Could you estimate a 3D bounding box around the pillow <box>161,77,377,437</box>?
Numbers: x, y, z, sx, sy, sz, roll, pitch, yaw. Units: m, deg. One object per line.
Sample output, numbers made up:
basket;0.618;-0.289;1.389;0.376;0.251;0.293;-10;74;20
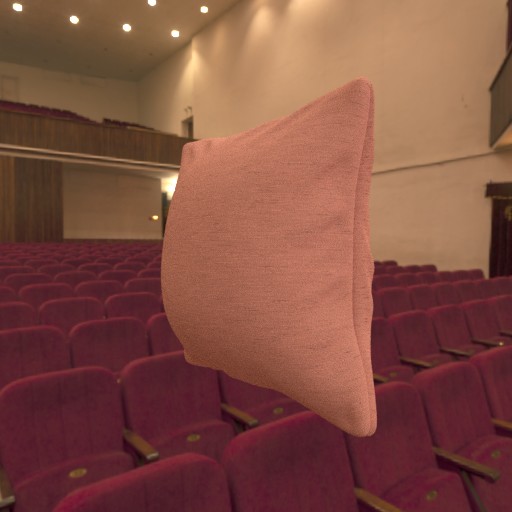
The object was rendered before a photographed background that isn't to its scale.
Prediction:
pillow;0.000;0.000;0.671;0.246;0.415;0.432;-1;2;-37
